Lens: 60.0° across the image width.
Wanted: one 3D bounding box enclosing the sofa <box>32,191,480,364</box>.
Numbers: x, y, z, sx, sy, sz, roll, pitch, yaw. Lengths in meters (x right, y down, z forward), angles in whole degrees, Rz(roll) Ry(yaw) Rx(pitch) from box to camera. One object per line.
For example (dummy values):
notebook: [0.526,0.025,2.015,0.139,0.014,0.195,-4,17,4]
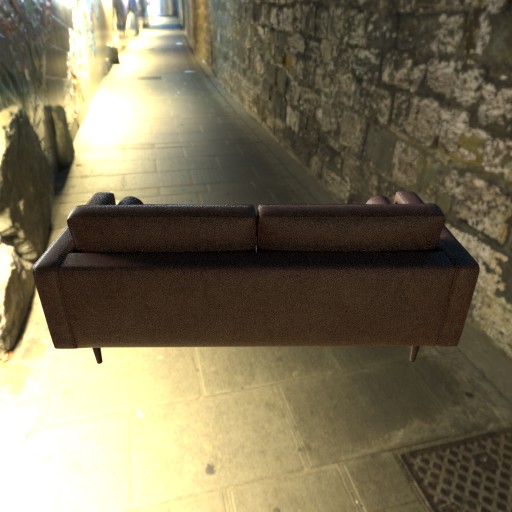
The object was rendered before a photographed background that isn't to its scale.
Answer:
sofa: [0.000,0.000,2.295,1.870,0.760,0.910,0,30,0]
